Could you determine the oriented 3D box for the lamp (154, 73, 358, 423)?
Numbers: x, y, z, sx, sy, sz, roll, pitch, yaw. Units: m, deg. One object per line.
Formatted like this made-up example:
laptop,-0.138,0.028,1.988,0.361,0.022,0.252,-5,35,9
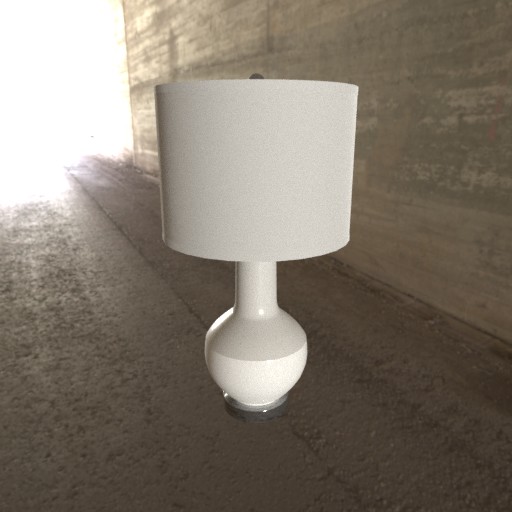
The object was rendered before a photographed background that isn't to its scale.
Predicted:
lamp,0.000,0.000,0.877,0.357,0.673,0.357,8,19,26
